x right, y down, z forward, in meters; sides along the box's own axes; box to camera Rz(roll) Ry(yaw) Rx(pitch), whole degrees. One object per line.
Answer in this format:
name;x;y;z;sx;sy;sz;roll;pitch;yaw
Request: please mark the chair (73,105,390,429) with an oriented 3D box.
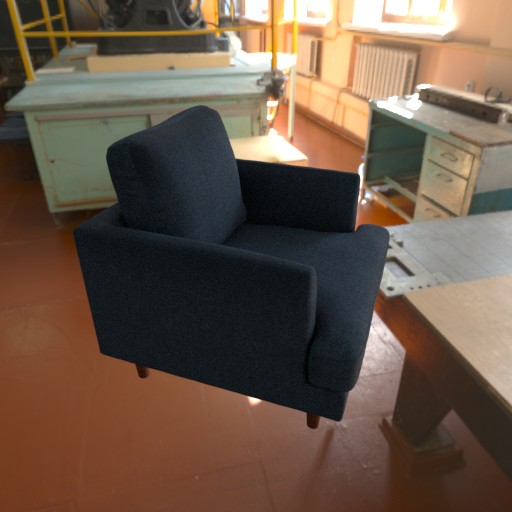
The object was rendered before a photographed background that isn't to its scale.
chair;0.000;0.000;1.642;0.899;0.957;0.858;10;31;17
